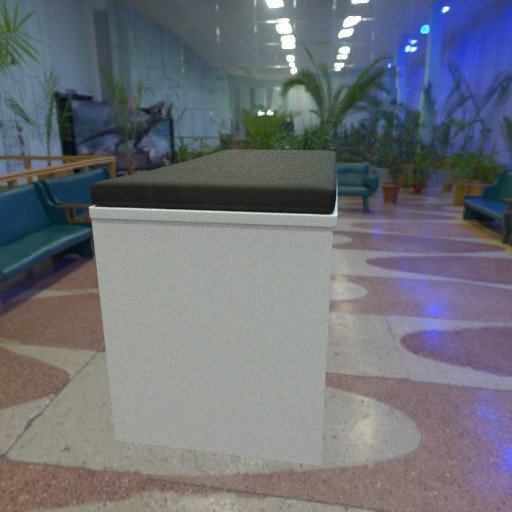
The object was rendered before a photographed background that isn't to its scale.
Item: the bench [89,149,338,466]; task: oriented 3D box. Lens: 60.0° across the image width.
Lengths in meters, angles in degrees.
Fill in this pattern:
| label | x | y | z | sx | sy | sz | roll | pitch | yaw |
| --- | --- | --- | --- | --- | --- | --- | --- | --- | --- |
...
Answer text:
| label | x | y | z | sx | sy | sz | roll | pitch | yaw |
| --- | --- | --- | --- | --- | --- | --- | --- | --- | --- |
| bench | 0.000 | 0.000 | 1.171 | 0.401 | 0.500 | 0.899 | 3 | 17 | 9 |
